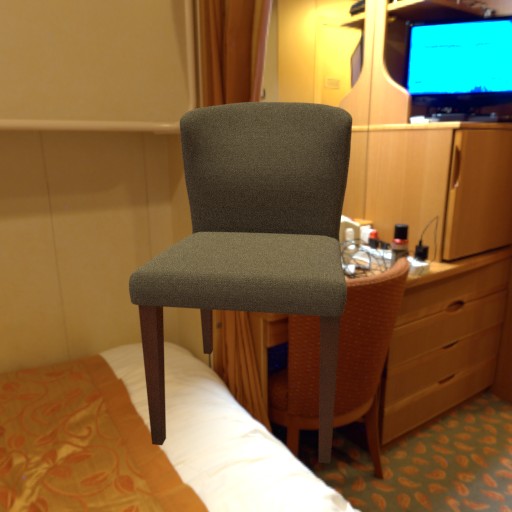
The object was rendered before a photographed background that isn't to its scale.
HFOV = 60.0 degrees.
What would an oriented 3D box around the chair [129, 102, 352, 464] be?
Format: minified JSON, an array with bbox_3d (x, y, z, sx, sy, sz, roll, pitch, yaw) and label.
[{"bbox_3d":[0.000,0.000,1.207,0.491,0.839,0.589,2,15,9],"label":"chair"}]
